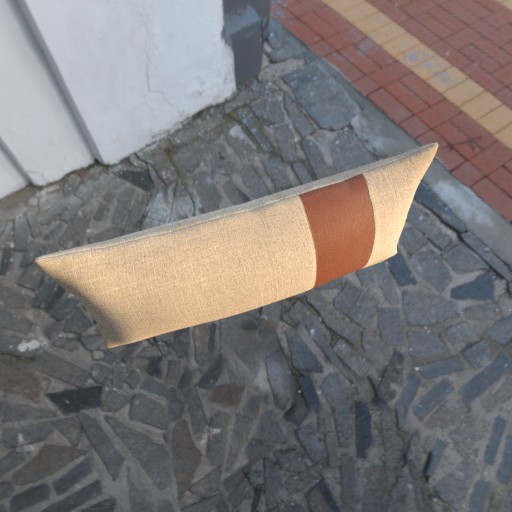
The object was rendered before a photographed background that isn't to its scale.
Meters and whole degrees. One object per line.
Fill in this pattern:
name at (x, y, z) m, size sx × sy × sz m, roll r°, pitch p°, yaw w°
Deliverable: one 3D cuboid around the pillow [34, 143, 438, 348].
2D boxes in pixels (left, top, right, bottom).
pillow at (0.000, 0.000, 0.753) m, size 0.612 × 0.282 × 0.155 m, roll -17°, pitch 65°, yaw -8°
